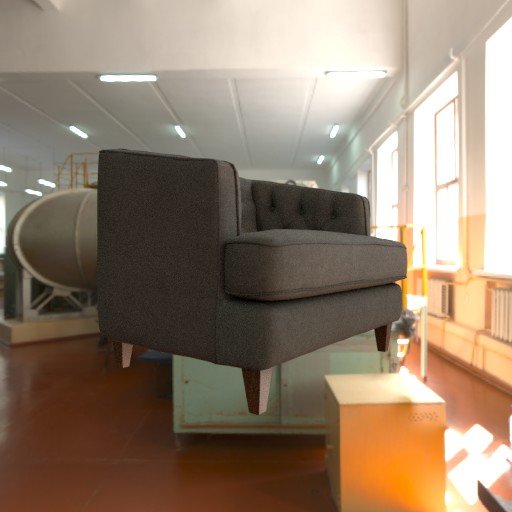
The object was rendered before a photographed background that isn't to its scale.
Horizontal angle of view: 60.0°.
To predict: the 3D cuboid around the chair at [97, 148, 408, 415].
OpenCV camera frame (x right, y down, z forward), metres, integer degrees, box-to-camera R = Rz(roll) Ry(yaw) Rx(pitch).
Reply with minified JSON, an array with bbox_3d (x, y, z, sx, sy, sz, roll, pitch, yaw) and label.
[{"bbox_3d":[0.000,0.000,1.806,0.941,0.852,1.104,0,1,37],"label":"chair"}]
